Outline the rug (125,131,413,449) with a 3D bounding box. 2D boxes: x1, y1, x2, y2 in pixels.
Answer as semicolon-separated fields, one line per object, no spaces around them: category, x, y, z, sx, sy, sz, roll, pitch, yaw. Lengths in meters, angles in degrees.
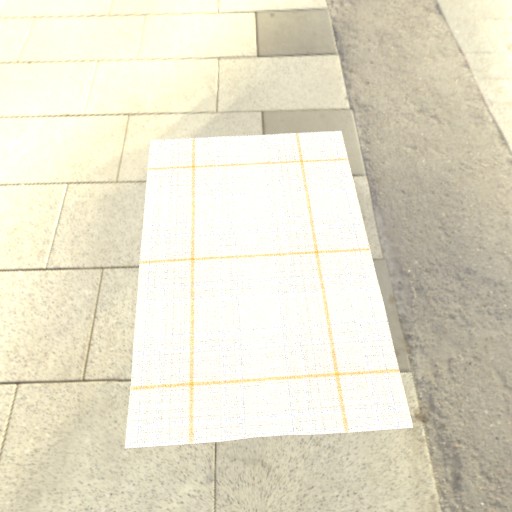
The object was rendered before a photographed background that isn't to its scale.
rug;0.000;0.000;2.357;1.232;0.015;1.825;-3;58;-2
